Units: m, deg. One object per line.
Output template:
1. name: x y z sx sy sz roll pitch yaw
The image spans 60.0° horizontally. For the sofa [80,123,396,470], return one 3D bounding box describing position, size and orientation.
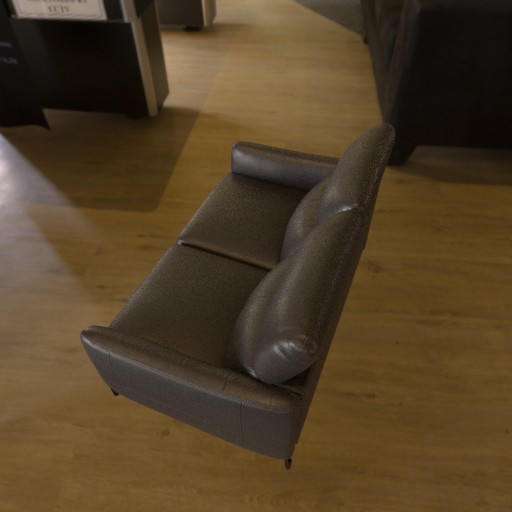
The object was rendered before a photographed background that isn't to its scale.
1. sofa: 0.000 0.000 2.183 0.958 0.920 1.596 16 49 15
